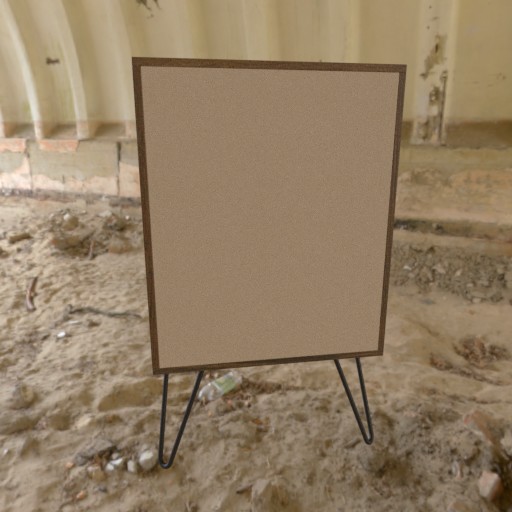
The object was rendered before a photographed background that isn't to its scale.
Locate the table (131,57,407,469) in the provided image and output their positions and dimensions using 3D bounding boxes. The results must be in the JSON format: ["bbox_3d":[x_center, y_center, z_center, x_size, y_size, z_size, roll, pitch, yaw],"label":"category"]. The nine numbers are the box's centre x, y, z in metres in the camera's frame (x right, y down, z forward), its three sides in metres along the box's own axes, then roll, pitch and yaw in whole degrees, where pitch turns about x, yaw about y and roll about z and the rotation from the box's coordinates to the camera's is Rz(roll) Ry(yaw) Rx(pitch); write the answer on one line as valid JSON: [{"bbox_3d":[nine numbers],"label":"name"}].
[{"bbox_3d":[0.000,0.000,1.145,0.526,0.866,0.457,-3,15,-9],"label":"table"}]
